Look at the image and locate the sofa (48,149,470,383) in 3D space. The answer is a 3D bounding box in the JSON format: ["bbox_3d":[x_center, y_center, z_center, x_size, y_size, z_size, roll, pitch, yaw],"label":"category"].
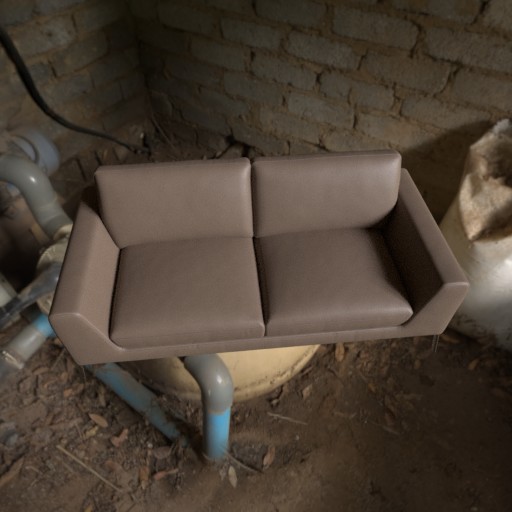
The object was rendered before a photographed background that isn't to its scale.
[{"bbox_3d":[0.000,0.000,2.506,2.017,0.875,0.953,-4,47,-4],"label":"sofa"}]
